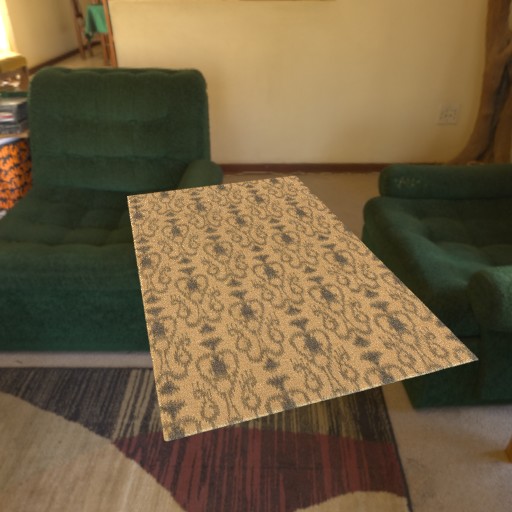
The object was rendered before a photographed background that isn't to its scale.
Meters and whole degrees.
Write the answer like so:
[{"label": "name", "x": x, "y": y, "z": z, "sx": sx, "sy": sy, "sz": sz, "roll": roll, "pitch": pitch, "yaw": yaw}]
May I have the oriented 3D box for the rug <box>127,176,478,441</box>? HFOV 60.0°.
[{"label": "rug", "x": 0.000, "y": 0.000, "z": 2.004, "sx": 1.035, "sy": 0.006, "sz": 1.652, "roll": -9, "pitch": 34, "yaw": -14}]
